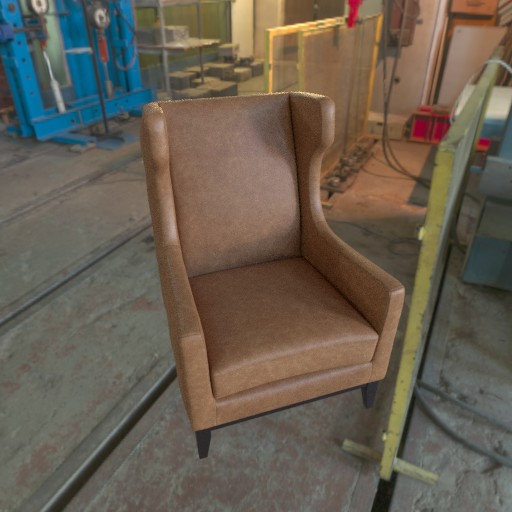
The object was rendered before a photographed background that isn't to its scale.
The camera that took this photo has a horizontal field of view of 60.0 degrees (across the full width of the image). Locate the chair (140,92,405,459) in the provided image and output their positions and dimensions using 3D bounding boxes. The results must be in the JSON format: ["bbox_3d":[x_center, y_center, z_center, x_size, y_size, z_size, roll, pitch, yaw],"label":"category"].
[{"bbox_3d":[0.000,0.000,1.710,0.766,1.079,0.899,-10,33,-16],"label":"chair"}]
